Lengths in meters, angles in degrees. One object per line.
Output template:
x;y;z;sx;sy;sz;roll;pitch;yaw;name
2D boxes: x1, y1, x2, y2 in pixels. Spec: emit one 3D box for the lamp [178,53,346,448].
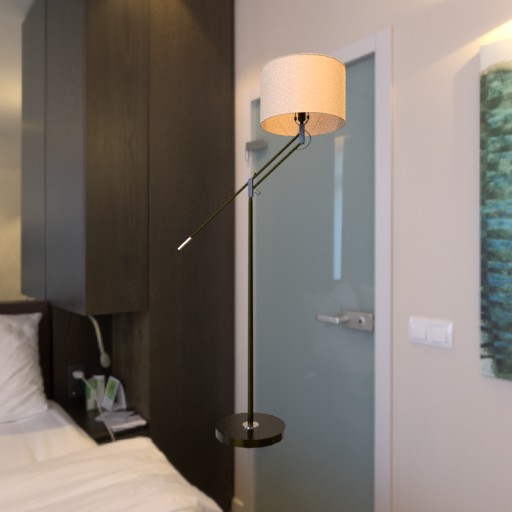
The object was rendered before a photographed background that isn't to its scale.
0.000;0.000;2.036;0.809;1.635;0.373;0;1;20;lamp
